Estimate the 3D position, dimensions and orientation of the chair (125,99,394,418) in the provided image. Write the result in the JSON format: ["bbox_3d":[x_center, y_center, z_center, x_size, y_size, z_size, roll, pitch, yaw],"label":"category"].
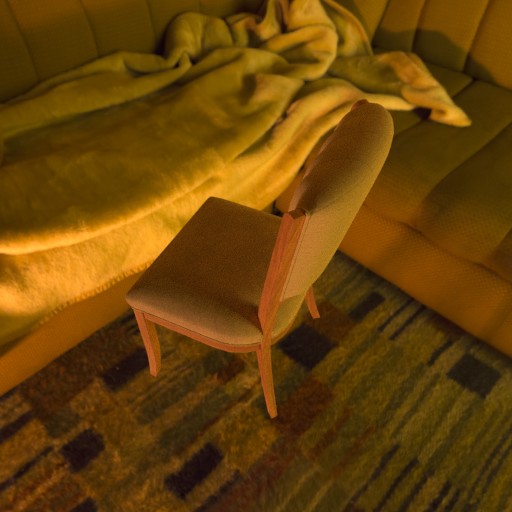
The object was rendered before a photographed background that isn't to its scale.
[{"bbox_3d":[0.000,0.000,1.276,0.584,0.905,0.513,18,48,17],"label":"chair"}]
